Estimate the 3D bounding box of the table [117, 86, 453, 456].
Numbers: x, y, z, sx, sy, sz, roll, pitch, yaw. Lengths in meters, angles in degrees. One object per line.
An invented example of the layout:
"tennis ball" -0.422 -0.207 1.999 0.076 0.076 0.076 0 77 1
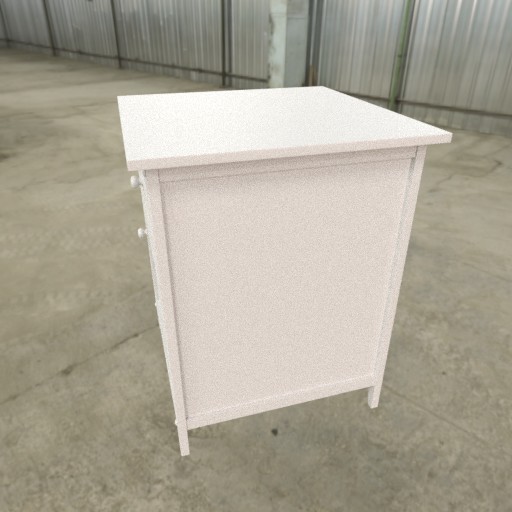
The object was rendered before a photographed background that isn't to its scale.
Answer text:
"table" 0.000 0.000 0.762 0.381 0.483 0.381 -8 30 -14
